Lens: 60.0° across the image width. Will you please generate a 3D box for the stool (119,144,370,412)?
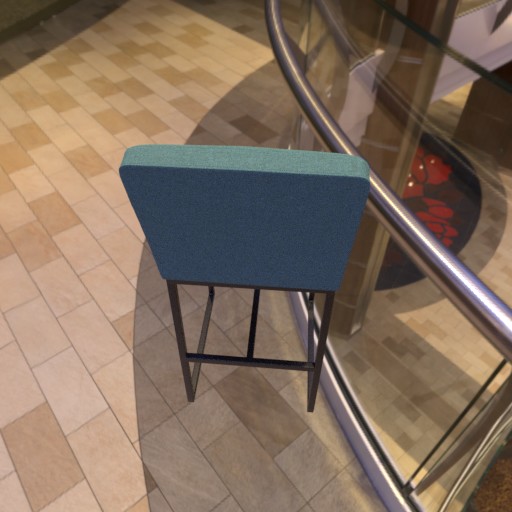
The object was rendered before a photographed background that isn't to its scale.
[{"bbox_3d":[0.000,0.000,1.323,0.460,1.040,0.560,4,46,3],"label":"stool"}]
